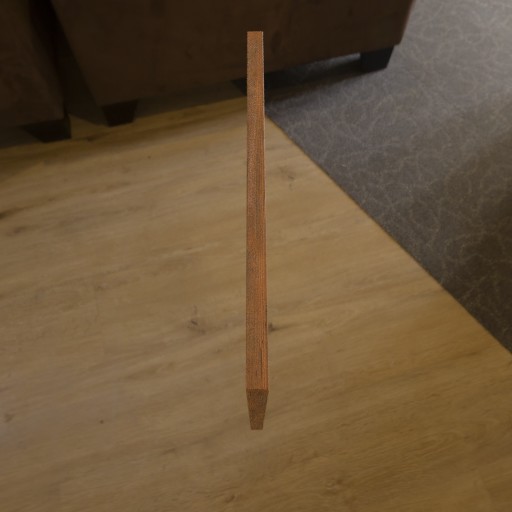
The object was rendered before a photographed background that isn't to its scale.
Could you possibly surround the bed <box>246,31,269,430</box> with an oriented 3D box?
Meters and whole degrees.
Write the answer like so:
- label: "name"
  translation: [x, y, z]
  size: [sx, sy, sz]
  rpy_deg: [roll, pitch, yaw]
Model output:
- label: "bed"
  translation: [0.000, 0.000, 1.527]
  size: [0.046, 0.942, 1.046]
  rpy_deg: [0, 64, 0]
